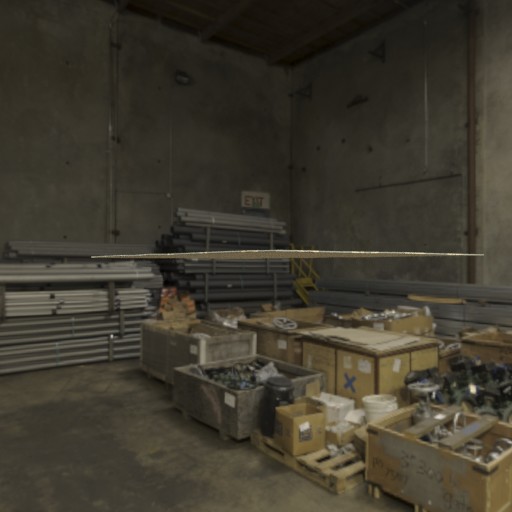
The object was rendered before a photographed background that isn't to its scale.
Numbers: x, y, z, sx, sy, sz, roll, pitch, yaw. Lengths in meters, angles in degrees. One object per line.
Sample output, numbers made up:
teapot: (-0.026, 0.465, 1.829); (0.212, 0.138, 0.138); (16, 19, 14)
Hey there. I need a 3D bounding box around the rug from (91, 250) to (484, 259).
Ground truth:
rug: (0.000, 0.000, 2.253); (1.148, 0.010, 1.754); (1, -1, -36)
